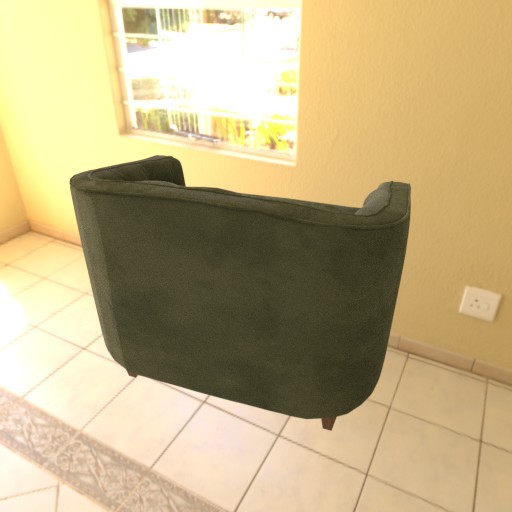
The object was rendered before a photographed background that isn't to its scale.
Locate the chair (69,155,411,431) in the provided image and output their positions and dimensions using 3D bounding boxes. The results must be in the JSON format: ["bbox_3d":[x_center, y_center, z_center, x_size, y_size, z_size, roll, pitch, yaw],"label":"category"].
[{"bbox_3d":[0.000,0.000,1.736,1.104,0.852,0.941,10,32,16],"label":"chair"}]
